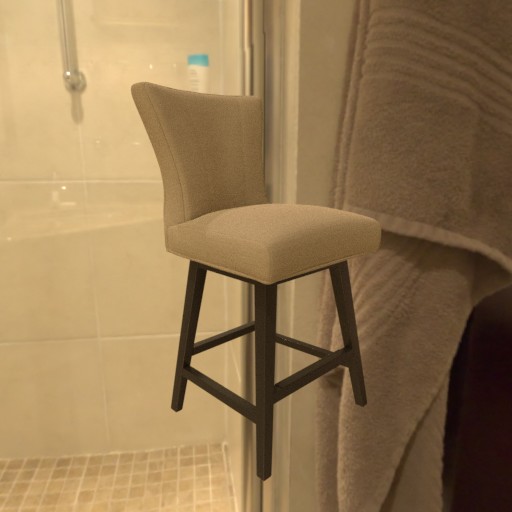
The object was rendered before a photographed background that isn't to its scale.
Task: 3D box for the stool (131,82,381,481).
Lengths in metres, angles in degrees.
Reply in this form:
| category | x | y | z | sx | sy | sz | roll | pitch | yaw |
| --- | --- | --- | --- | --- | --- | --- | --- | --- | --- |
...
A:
| category | x | y | z | sx | sy | sz | roll | pitch | yaw |
| --- | --- | --- | --- | --- | --- | --- | --- | --- | --- |
| stool | 0.000 | 0.000 | 1.357 | 0.574 | 1.000 | 0.514 | 13 | 18 | 43 |
